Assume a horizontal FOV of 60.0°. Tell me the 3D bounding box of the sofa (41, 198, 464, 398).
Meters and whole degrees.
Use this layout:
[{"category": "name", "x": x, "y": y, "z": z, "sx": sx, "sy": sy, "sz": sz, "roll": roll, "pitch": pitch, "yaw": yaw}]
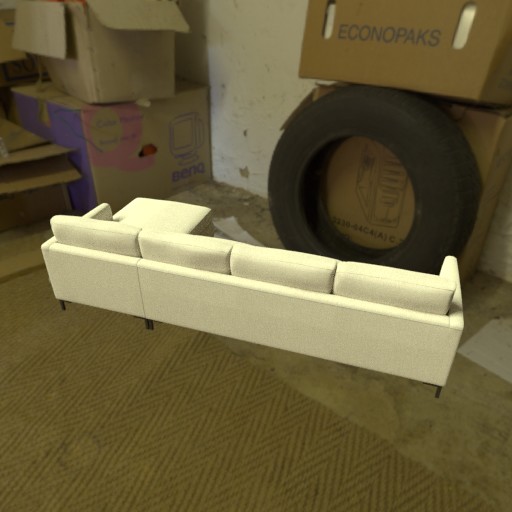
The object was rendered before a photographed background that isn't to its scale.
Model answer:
[{"category": "sofa", "x": 0.000, "y": 0.000, "z": 2.909, "sx": 2.445, "sy": 0.677, "sz": 1.126, "roll": 10, "pitch": 33, "yaw": 16}]
